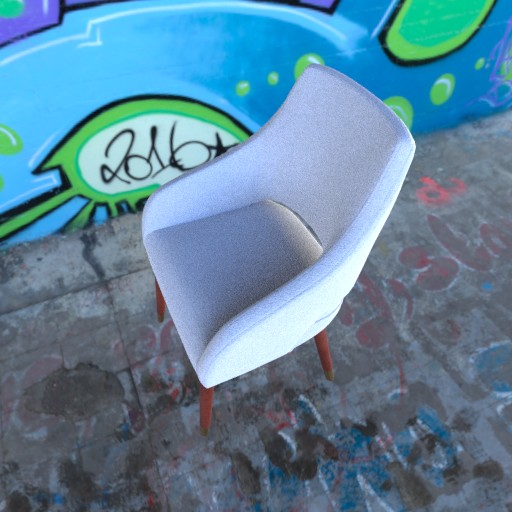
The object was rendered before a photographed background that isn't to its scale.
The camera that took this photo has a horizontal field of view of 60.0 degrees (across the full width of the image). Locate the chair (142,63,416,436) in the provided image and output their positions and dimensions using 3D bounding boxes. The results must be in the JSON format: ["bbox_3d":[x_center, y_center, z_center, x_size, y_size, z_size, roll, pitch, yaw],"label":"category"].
[{"bbox_3d":[0.000,0.000,1.289,0.600,0.889,0.609,-19,49,-17],"label":"chair"}]
